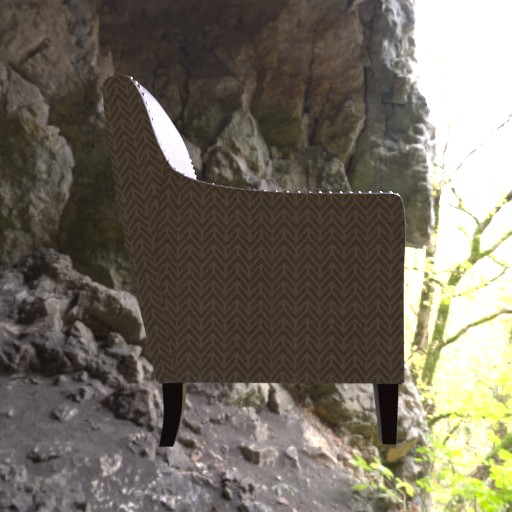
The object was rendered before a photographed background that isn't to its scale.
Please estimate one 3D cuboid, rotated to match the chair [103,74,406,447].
[{"bbox_3d":[0.000,0.000,1.244,0.651,0.816,0.623,0,0,1],"label":"chair"}]
